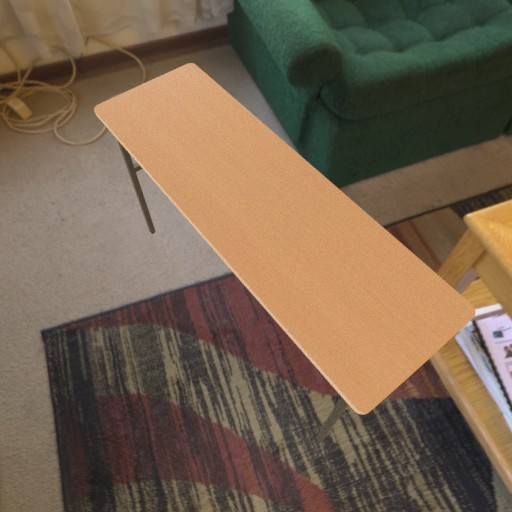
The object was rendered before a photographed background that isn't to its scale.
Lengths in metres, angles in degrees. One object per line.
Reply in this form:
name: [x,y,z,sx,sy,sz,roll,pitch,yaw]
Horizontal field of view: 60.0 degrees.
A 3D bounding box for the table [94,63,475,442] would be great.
table: [0.000,0.000,1.734,0.446,0.750,1.397,-34,64,-19]
